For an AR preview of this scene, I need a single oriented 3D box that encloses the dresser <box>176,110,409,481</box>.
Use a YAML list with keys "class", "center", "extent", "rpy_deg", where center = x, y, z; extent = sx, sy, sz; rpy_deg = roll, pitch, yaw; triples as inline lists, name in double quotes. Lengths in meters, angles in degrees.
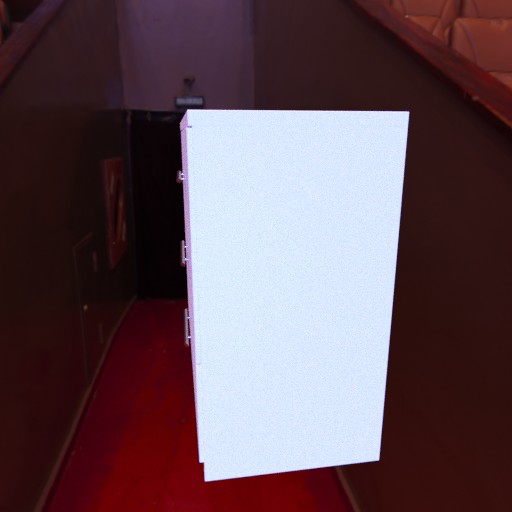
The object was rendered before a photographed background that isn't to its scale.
- class: "dresser"
  center: [0.000, 0.000, 1.252]
  extent: [0.420, 0.740, 0.830]
  rpy_deg: [-2, 15, -9]
